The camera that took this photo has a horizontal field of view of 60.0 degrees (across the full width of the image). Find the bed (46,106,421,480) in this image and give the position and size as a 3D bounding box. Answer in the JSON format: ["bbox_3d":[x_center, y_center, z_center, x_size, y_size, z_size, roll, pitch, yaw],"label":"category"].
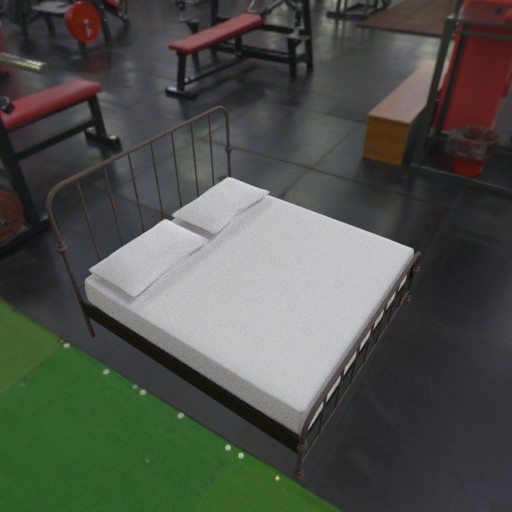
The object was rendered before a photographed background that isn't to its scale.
[{"bbox_3d":[0.000,0.000,3.537,2.134,1.446,2.044,24,45,26],"label":"bed"}]
